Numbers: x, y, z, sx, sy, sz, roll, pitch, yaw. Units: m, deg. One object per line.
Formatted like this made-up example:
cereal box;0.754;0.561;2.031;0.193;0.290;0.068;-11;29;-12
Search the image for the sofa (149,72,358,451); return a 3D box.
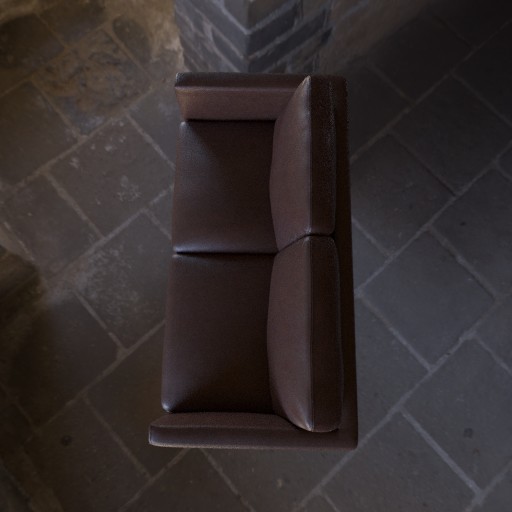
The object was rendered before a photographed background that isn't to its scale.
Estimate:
sofa;0.000;0.000;2.423;0.951;0.933;1.883;1;76;0
